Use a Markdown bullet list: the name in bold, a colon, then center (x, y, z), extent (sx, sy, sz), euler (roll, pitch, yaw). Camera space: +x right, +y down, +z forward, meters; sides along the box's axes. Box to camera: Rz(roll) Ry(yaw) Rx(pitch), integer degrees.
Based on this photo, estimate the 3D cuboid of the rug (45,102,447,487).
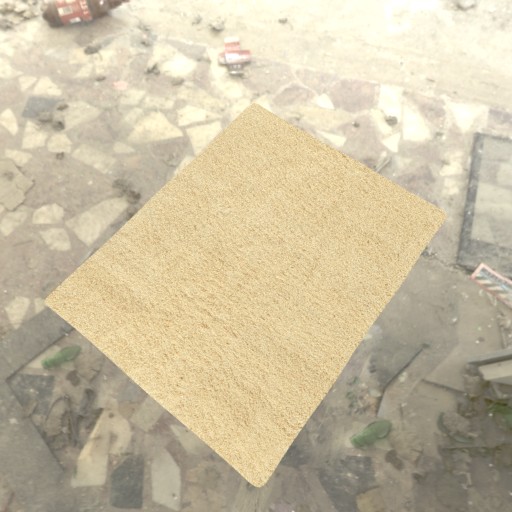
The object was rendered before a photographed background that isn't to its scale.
- **rug**: center (0.000, 0.000, 4.090), extent (2.401, 0.025, 3.001), euler (35, 68, 16)
